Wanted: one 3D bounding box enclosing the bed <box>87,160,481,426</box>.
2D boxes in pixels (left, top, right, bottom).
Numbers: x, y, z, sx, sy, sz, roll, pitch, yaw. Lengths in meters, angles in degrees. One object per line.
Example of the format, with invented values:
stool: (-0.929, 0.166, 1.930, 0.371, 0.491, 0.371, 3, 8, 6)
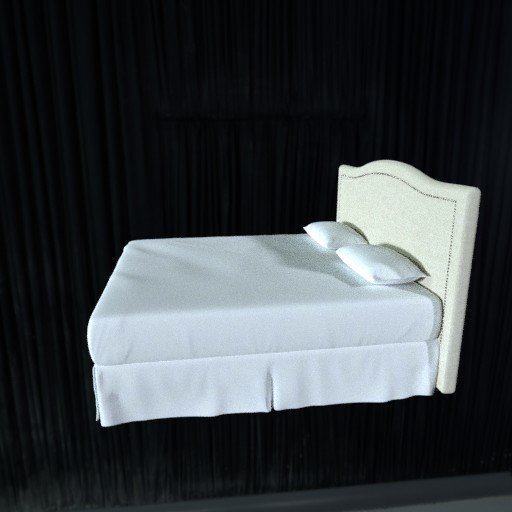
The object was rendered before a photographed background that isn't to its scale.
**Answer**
bed: (0.000, 0.000, 3.399, 2.182, 1.421, 2.083, -2, 15, -9)
